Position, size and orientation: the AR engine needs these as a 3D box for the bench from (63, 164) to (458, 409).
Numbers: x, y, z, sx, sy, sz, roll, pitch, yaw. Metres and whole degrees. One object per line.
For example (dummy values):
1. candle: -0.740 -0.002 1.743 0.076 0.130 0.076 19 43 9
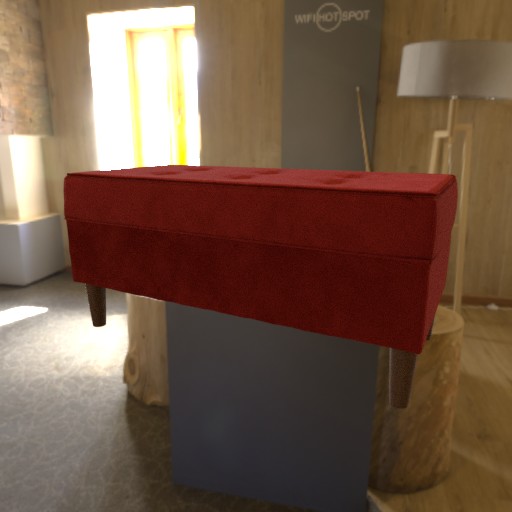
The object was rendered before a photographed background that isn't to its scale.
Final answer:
1. bench: 0.000 0.000 1.285 1.016 0.471 0.492 8 17 27
